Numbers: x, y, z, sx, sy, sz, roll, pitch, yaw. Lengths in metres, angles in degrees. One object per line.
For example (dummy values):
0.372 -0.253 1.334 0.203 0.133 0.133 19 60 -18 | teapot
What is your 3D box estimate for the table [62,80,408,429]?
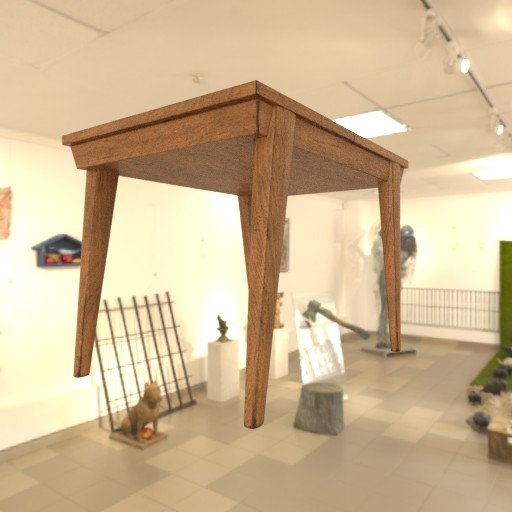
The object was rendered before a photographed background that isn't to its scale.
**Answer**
0.000 0.000 1.585 0.757 0.760 1.027 0 0 36 | table
